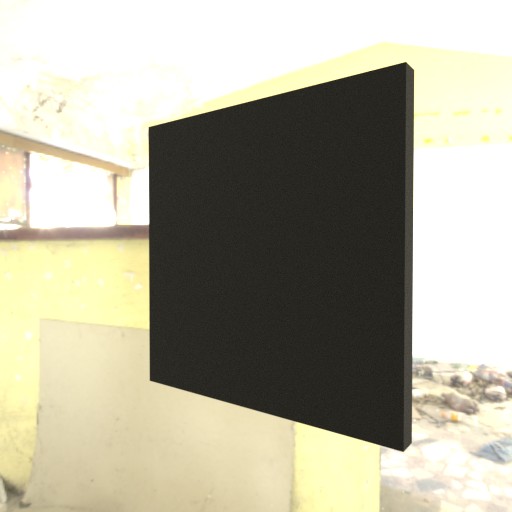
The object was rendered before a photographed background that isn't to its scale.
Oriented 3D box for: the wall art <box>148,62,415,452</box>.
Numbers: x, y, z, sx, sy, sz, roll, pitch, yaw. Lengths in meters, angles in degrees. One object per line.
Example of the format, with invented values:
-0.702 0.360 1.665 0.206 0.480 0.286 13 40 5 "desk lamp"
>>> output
0.000 0.000 0.672 0.462 0.458 0.030 1 1 37 "wall art"
